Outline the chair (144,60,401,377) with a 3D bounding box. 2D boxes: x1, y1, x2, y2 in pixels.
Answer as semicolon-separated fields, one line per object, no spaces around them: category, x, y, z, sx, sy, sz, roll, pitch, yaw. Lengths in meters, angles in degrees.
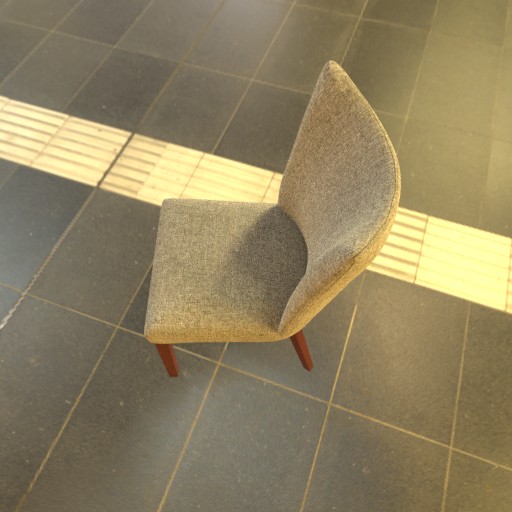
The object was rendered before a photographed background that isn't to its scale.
chair;0.000;0.000;1.299;0.623;0.924;0.535;0;60;0
